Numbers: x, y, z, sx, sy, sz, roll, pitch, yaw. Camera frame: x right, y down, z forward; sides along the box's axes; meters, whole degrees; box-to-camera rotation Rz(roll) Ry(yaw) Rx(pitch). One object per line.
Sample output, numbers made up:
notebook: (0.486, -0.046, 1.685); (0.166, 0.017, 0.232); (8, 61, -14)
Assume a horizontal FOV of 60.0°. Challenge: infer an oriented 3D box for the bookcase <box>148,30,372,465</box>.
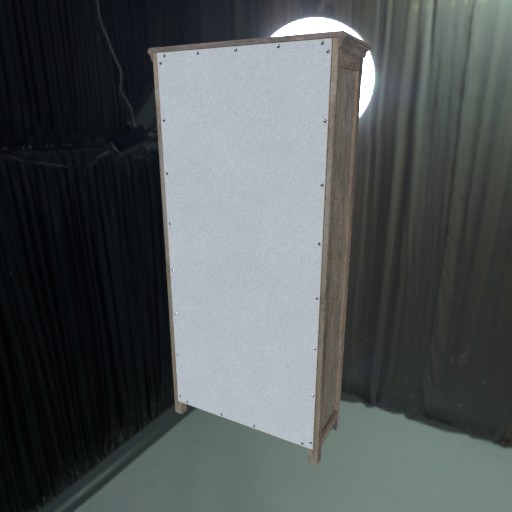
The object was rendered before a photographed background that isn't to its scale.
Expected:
bookcase: (0.000, 0.000, 2.175); (0.906, 1.880, 0.348); (9, 20, 27)
